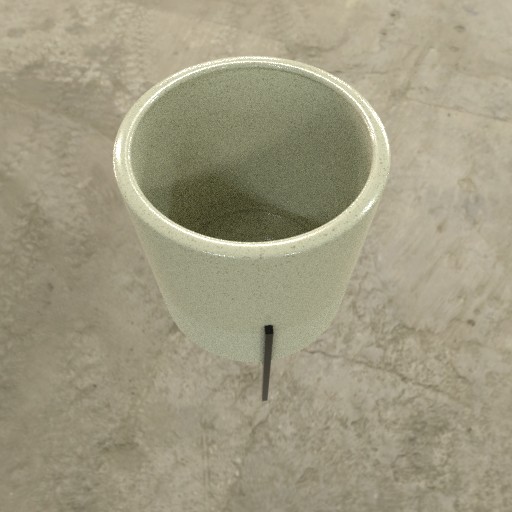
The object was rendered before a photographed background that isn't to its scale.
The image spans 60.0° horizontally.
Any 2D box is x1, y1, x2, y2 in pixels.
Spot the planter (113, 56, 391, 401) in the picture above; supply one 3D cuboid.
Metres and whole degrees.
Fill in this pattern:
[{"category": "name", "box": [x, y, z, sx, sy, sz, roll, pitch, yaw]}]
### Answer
[{"category": "planter", "box": [0.000, 0.000, 0.544, 0.243, 0.390, 0.234, -34, 64, -19]}]
